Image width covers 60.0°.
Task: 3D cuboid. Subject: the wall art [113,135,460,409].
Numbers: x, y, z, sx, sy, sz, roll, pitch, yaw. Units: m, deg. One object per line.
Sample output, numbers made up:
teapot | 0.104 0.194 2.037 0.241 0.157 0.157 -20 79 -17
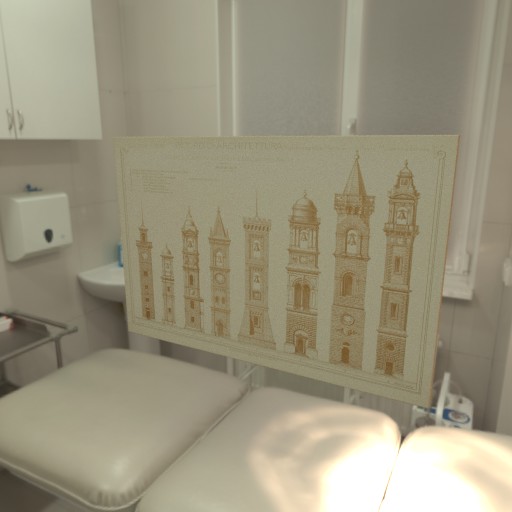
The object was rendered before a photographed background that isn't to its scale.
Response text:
wall art | 0.000 0.000 1.164 0.915 0.608 0.033 8 16 27
